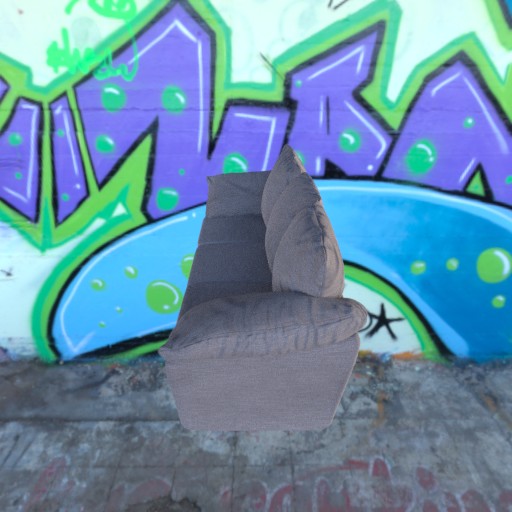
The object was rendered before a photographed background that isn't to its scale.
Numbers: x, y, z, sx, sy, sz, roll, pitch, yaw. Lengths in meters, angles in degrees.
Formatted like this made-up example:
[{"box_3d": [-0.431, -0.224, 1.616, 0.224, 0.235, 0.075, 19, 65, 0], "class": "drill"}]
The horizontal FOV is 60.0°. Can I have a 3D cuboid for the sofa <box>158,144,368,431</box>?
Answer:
[{"box_3d": [0.000, 0.000, 2.933, 0.927, 1.043, 2.390, 0, 26, -1], "class": "sofa"}]
